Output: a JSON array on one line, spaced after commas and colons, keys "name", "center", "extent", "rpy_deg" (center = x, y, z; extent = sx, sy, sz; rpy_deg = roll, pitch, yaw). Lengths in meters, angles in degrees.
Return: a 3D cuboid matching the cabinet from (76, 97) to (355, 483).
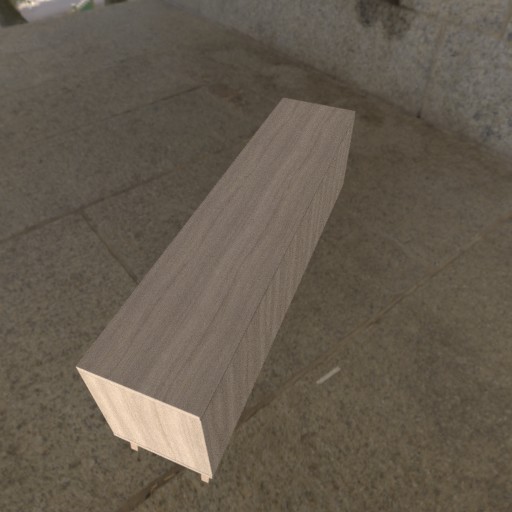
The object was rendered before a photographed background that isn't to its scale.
[{"name": "cabinet", "center": [0.000, 0.000, 2.504], "extent": [0.499, 0.779, 2.198], "rpy_deg": [16, 48, 15]}]
